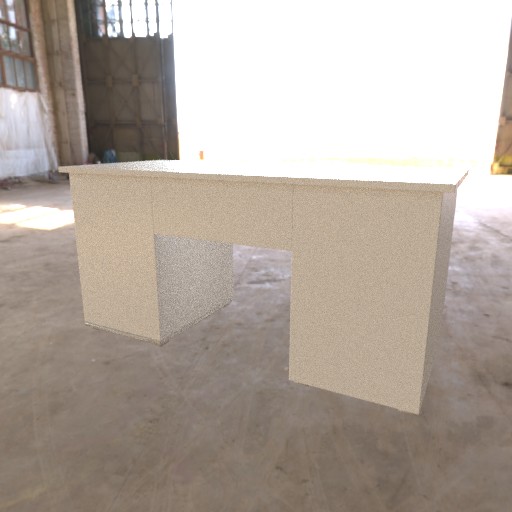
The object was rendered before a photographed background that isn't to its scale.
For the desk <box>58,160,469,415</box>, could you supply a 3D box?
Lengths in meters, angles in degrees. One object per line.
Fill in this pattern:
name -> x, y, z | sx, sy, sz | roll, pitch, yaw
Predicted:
desk -> 0.000, 0.000, 1.945 | 1.580, 0.760, 0.670 | 8, 17, 27
